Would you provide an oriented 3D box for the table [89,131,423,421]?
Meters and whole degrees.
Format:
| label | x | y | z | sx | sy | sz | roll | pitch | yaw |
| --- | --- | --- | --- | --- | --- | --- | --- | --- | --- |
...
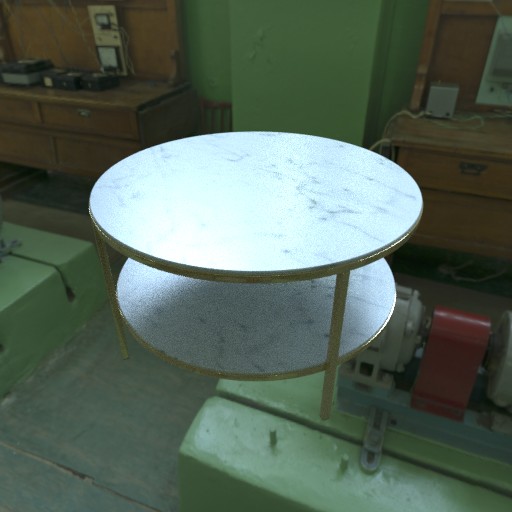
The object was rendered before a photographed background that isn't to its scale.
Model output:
| label | x | y | z | sx | sy | sz | roll | pitch | yaw |
| --- | --- | --- | --- | --- | --- | --- | --- | --- | --- |
| table | 0.000 | 0.000 | 1.230 | 0.800 | 0.450 | 0.800 | 0 | 33 | 0 |
